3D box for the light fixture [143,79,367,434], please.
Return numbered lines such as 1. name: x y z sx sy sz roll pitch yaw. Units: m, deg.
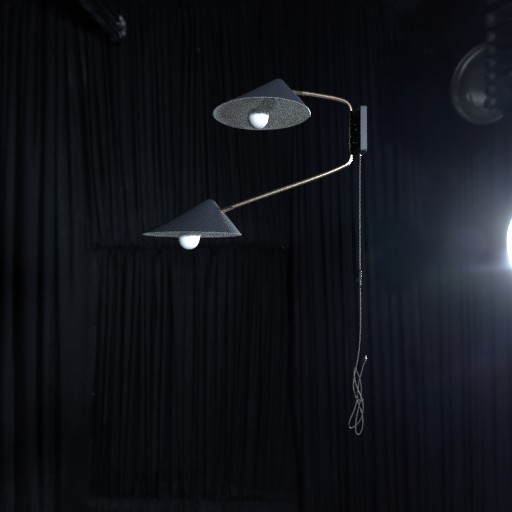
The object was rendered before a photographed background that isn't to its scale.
1. light fixture: 0.000 0.000 0.835 0.422 0.665 0.189 0 0 0
